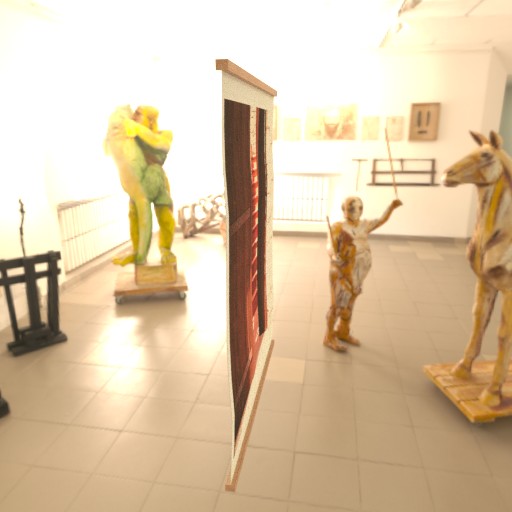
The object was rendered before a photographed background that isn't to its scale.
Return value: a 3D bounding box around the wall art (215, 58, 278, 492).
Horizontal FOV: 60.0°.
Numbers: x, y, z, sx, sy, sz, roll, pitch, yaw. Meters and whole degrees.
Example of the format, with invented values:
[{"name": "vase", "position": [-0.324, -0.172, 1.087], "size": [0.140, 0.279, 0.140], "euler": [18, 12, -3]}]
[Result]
[{"name": "wall art", "position": [0.000, 0.000, 0.685], "size": [0.013, 0.508, 0.406], "euler": [3, 16, 9]}]
